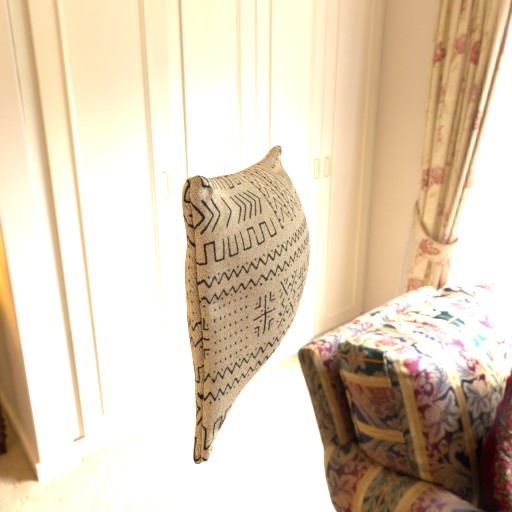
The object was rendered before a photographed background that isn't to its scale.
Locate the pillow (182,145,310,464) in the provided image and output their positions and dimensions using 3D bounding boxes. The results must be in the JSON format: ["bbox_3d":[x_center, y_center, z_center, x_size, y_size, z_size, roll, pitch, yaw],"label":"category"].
[{"bbox_3d":[0.000,0.000,0.784,0.188,0.352,0.637,3,17,10],"label":"pillow"}]
